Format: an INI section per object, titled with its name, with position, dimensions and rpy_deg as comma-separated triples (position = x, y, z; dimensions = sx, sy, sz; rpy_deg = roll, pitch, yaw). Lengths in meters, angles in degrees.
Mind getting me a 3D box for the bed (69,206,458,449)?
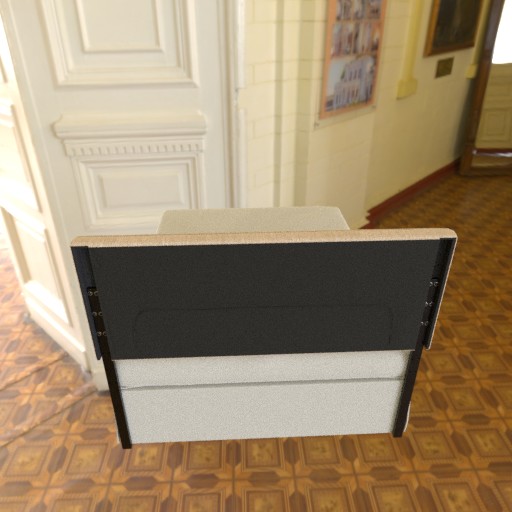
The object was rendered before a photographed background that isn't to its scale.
[bed]
position = 0.000, 0.000, 2.958
dimensions = 1.643, 1.270, 1.978
rpy_deg = -1, 29, -2
